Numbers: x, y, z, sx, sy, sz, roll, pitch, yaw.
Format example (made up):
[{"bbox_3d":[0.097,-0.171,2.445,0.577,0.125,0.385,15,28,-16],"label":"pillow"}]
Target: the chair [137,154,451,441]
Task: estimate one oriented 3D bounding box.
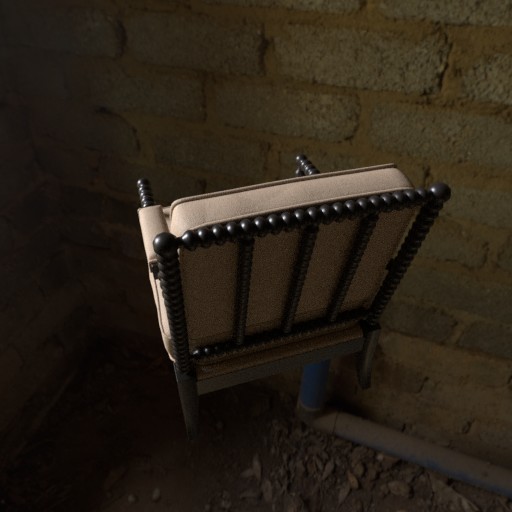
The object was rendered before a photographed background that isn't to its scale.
[{"bbox_3d":[0.000,0.000,1.165,0.555,0.703,0.657,-12,41,-13],"label":"chair"}]
